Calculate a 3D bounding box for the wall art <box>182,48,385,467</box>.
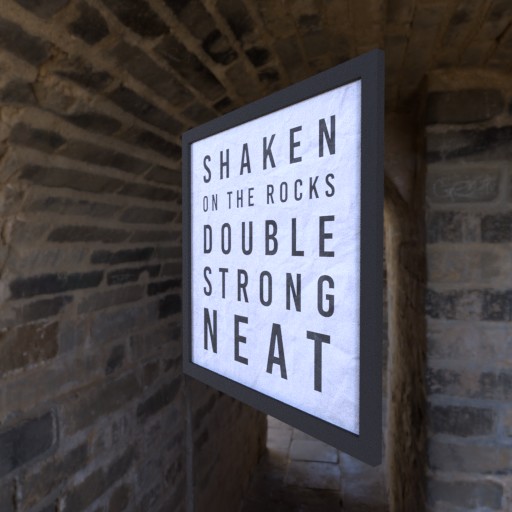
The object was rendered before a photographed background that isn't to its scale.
[{"bbox_3d":[0.000,0.000,0.671,0.013,0.458,0.456,-1,2,-37],"label":"wall art"}]
